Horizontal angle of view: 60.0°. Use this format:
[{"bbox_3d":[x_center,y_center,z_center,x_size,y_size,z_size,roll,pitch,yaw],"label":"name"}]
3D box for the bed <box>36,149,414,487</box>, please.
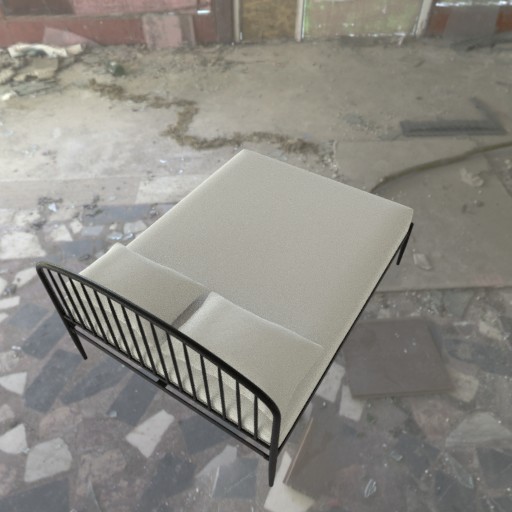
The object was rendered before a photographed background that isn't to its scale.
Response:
[{"bbox_3d":[0.000,0.000,3.115,1.618,1.166,2.159,25,51,22],"label":"bed"}]
